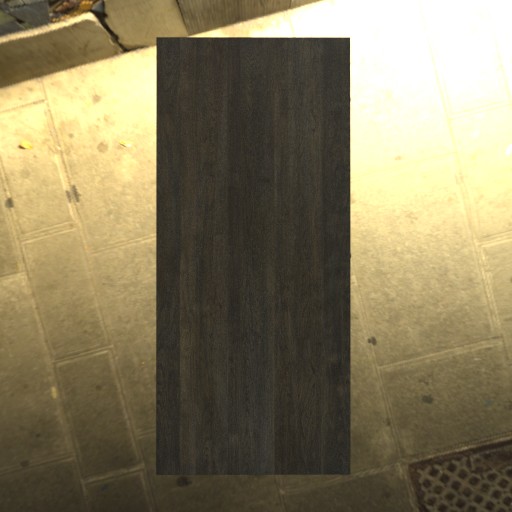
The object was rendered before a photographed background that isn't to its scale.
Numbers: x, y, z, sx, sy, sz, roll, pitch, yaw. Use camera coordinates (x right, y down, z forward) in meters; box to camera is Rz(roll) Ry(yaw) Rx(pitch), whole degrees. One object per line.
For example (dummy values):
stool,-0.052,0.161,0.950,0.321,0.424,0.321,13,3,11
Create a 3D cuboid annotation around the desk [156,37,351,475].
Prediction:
desk,0.000,0.000,2.010,0.730,0.780,1.600,0,90,0
